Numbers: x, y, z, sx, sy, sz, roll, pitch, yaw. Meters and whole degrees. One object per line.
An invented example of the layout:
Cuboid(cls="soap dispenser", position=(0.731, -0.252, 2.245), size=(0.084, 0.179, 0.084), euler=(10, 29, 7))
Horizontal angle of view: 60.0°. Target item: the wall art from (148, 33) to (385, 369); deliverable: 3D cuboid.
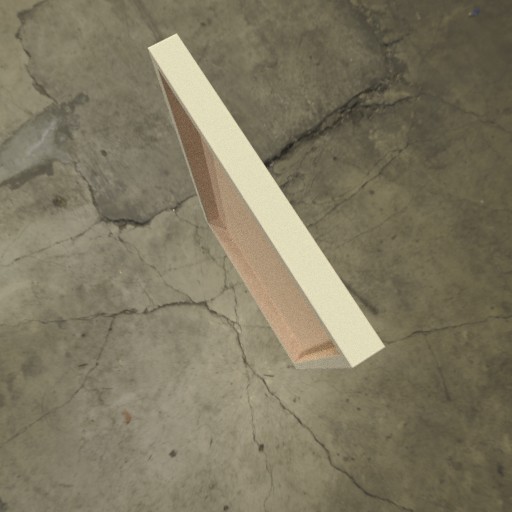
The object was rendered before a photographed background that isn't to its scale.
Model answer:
Cuboid(cls="wall art", position=(0.000, 0.000, 0.763), size=(0.038, 0.608, 0.418), euler=(-30, 78, -7))
